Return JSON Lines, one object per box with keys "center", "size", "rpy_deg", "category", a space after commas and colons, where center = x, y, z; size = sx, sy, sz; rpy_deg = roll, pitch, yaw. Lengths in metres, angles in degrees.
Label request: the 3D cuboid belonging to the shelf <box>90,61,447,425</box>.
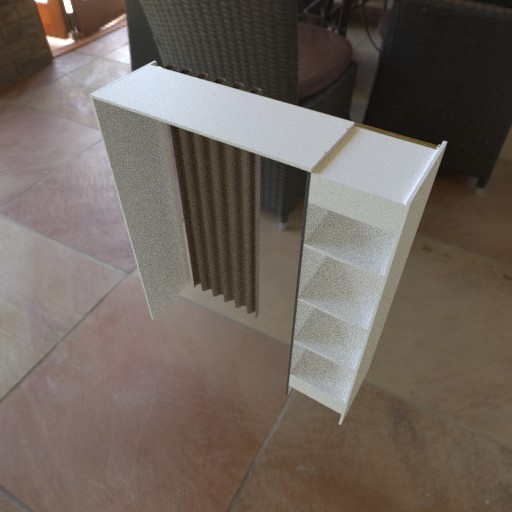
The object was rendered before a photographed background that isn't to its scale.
{"center": [0.000, 0.000, 2.655], "size": [1.600, 1.820, 0.500], "rpy_deg": [24, 50, 22], "category": "shelf"}
